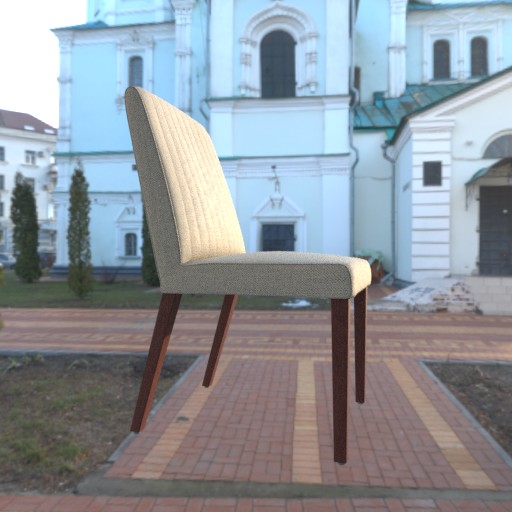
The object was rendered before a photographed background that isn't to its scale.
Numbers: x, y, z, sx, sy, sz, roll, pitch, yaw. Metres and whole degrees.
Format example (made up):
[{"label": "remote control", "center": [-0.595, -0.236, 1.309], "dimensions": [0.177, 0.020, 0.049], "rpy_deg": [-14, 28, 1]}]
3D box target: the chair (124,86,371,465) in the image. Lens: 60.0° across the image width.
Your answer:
[{"label": "chair", "center": [0.000, 0.000, 1.244], "dimensions": [0.594, 0.900, 0.480], "rpy_deg": [0, 0, 19]}]
